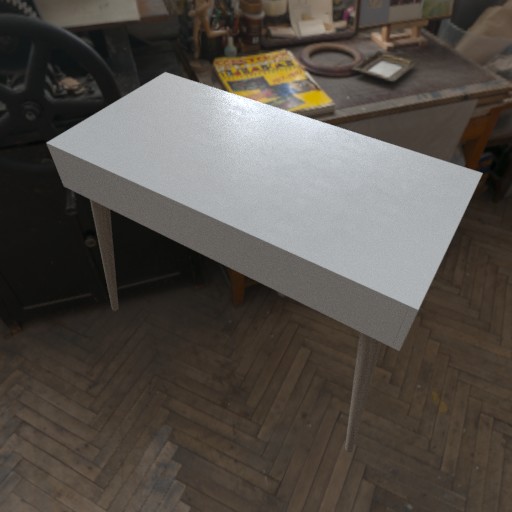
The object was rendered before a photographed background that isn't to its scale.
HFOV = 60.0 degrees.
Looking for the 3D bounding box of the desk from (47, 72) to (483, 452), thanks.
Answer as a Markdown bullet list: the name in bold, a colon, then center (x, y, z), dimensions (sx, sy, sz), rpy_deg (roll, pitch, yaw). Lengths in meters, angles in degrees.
- **desk**: center (0.000, 0.000, 1.363), dimensions (0.979, 0.723, 0.491), rpy_deg (25, 52, 21)
